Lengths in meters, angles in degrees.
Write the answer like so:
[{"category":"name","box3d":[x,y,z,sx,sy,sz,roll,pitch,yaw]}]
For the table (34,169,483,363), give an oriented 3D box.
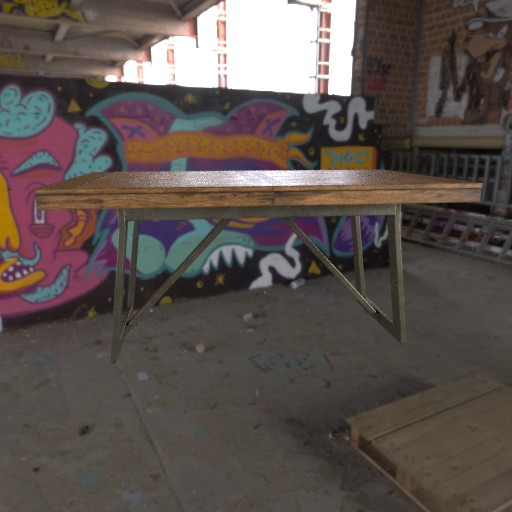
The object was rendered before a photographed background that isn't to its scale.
[{"category":"table","box3d":[0.000,0.000,2.145,1.641,0.757,0.931,-2,14,-8]}]
